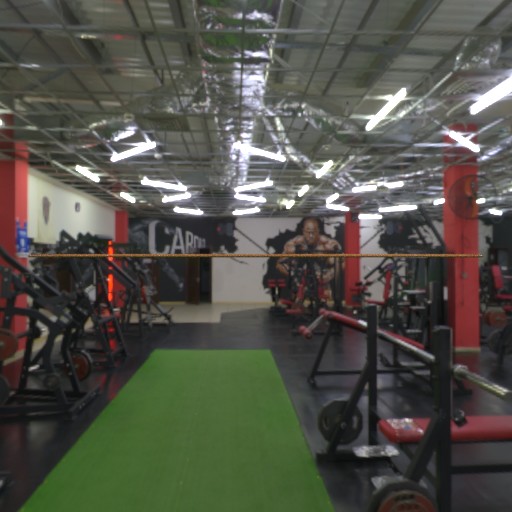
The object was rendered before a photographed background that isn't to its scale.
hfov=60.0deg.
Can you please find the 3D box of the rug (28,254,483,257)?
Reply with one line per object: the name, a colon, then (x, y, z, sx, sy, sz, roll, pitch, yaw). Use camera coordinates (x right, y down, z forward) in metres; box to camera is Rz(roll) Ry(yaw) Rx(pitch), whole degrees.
rug: (0.000, 0.000, 2.041, 1.820, 0.013, 0.556, 0, 0, -1)
